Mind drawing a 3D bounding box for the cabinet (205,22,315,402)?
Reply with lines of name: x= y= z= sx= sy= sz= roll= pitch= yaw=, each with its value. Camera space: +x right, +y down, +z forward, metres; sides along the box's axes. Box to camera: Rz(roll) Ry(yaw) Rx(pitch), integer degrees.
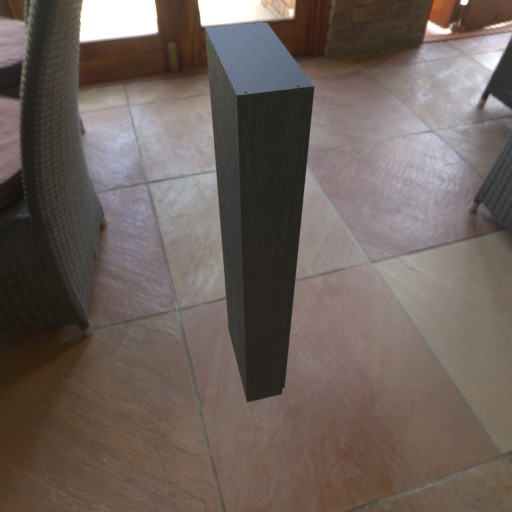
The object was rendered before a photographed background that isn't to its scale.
cabinet: x=0.000 y=0.000 z=1.998 sx=0.230 sy=1.790 sz=0.500 roll=-10 pitch=47 yaw=-10
